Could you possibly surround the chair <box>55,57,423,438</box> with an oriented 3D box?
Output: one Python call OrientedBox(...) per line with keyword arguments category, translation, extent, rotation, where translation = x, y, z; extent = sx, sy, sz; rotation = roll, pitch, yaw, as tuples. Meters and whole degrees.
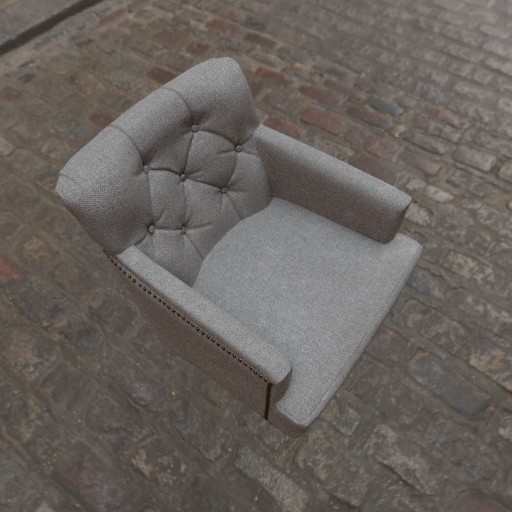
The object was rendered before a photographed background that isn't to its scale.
OrientedBox(category="chair", translation=(0.000, 0.000, 1.471), extent=(0.902, 0.823, 0.737), rotation=(32, 63, 19))
